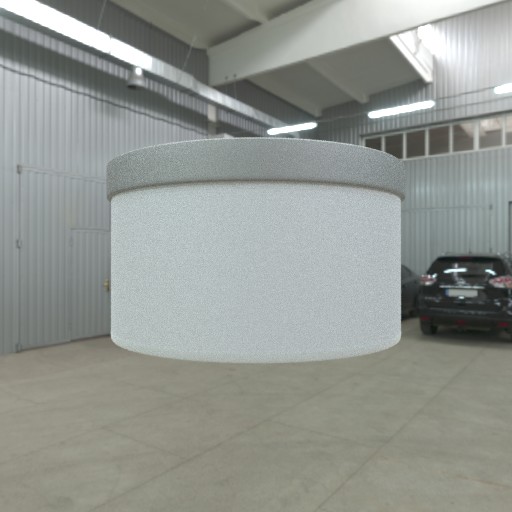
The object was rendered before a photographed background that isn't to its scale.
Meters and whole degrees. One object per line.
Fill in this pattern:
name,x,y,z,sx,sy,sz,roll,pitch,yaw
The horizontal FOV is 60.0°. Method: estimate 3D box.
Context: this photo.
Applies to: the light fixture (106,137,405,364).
light fixture,0.000,0.000,0.615,0.393,0.229,0.393,0,0,0
